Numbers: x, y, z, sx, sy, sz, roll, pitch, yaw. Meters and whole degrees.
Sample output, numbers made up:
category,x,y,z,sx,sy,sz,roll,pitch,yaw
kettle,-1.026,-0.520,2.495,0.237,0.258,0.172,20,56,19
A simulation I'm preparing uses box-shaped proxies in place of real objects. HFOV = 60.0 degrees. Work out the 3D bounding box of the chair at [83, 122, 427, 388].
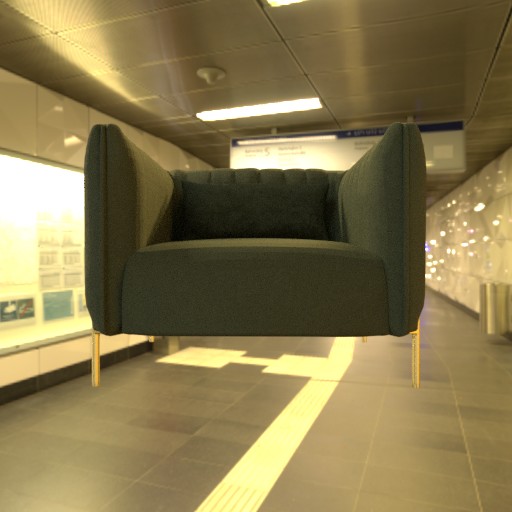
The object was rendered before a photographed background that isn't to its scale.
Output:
category,x,y,z,sx,sy,sz,roll,pitch,yaw
chair,0.000,0.000,1.677,1.032,0.794,0.877,0,0,1
